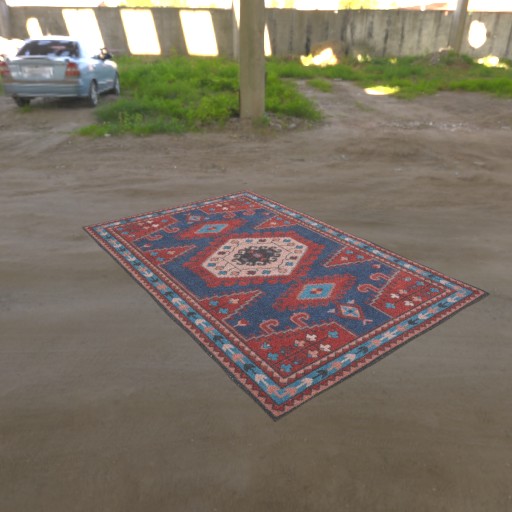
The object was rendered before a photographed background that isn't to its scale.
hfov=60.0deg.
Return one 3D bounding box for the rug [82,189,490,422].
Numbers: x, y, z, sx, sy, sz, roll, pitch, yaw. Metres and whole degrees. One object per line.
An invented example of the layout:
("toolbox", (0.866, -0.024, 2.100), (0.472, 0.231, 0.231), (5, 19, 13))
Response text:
("rug", (0.000, 0.000, 2.268), (1.207, 0.012, 1.820), (-18, 32, -32))
